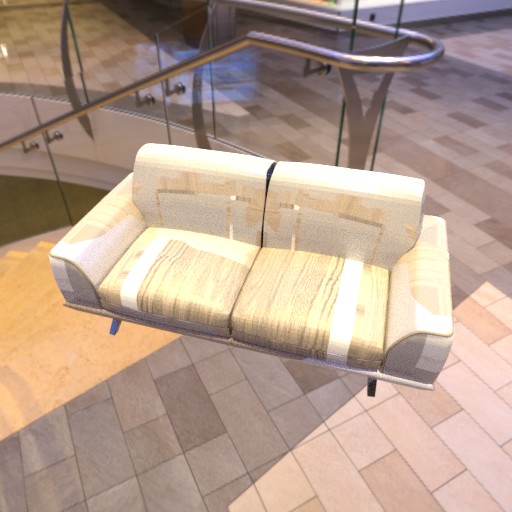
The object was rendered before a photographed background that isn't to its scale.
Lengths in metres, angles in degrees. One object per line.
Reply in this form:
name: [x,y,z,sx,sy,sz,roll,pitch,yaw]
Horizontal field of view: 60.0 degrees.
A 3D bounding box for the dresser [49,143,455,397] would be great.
dresser: [0.000,0.000,5.769,4.679,1.863,2.251,10,40,12]
